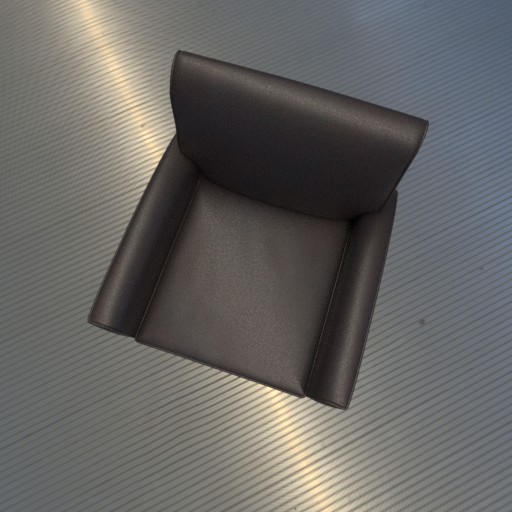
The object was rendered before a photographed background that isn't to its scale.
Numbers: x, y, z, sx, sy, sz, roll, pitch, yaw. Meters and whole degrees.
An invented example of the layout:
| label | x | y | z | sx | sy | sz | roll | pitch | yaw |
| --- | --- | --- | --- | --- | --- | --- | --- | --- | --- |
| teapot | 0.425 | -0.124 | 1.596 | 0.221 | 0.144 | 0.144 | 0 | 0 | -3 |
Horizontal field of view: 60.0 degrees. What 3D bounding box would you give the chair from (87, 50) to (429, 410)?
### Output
| label | x | y | z | sx | sy | sz | roll | pitch | yaw |
| --- | --- | --- | --- | --- | --- | --- | --- | --- | --- |
| chair | 0.000 | 0.000 | 1.561 | 0.820 | 0.916 | 0.819 | 18 | 76 | 4 |
